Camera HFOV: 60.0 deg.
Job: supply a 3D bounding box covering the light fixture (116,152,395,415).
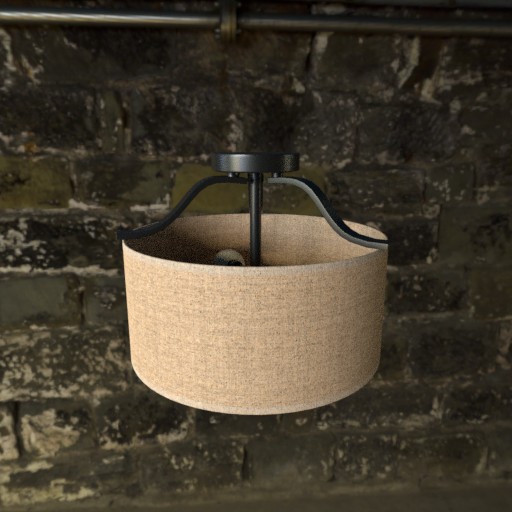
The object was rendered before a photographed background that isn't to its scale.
[{"bbox_3d":[0.000,0.000,0.674,0.390,0.306,0.390,0,14,0],"label":"light fixture"}]
